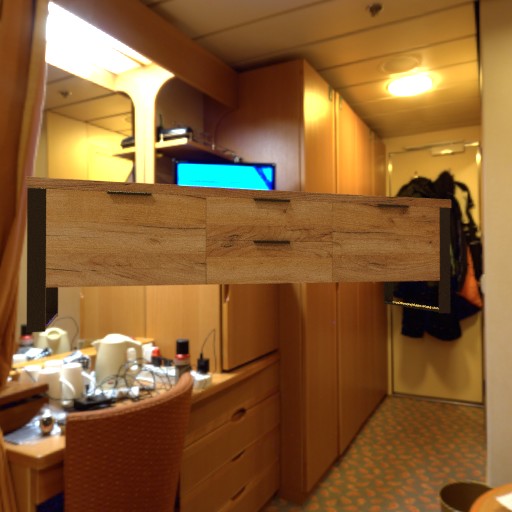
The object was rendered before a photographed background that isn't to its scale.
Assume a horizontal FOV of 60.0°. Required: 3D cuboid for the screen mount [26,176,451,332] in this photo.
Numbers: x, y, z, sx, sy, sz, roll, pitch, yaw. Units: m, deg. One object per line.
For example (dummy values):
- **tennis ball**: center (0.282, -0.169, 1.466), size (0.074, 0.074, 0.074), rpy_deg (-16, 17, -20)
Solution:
- **screen mount**: center (0.000, 0.000, 1.694), size (1.524, 0.450, 0.395), rpy_deg (0, -1, -19)
